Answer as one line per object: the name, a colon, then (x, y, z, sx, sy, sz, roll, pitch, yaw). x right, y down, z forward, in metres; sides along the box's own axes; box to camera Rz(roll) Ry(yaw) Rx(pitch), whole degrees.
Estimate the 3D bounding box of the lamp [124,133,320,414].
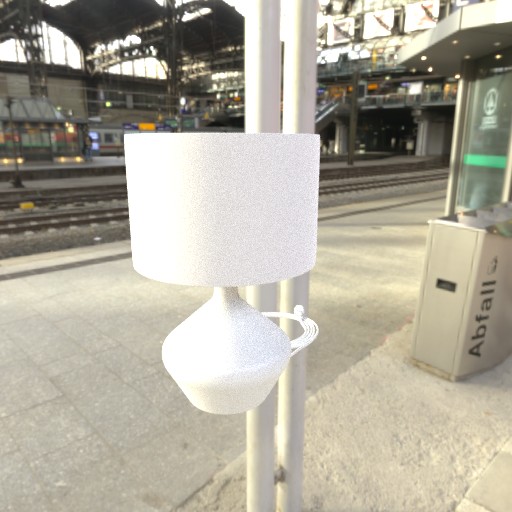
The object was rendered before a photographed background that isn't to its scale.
lamp: (0.000, 0.000, 0.876, 0.546, 0.457, 0.401, -14, 20, -43)
